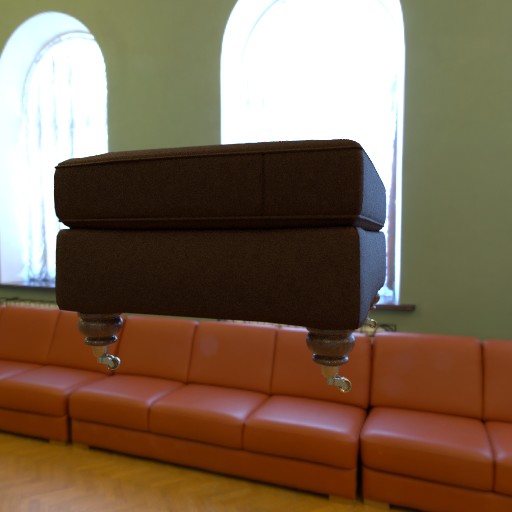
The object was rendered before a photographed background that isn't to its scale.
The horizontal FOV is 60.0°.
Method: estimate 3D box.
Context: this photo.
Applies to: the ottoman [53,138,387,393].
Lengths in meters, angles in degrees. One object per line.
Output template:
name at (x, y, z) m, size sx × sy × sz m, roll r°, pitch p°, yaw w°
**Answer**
ottoman at (0.000, 0.000, 1.795) m, size 0.967 × 0.730 × 1.187 m, roll 1°, pitch 3°, yaw 19°
